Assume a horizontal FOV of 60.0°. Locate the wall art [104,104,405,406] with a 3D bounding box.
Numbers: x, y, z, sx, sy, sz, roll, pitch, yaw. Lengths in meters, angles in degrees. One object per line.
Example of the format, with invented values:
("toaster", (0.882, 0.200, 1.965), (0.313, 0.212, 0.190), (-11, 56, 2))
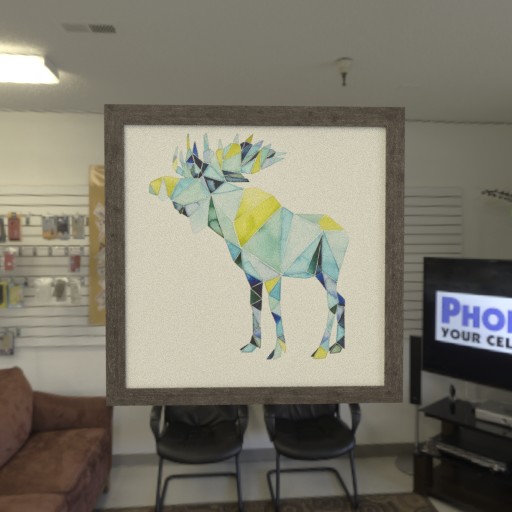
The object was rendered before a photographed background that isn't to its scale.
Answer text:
("wall art", (0.000, 0.000, 0.684), (0.457, 0.457, 0.013), (0, 1, -2))
